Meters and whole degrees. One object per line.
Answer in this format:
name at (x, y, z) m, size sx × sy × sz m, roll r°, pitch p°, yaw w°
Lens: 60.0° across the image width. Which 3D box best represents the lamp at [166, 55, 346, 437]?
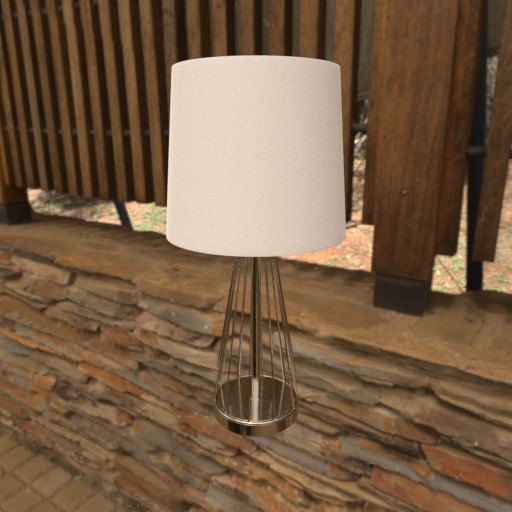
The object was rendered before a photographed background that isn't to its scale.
lamp at (0.000, 0.000, 0.774) m, size 0.303 × 0.618 × 0.303 m, roll 0°, pitch 16°, yaw 0°
